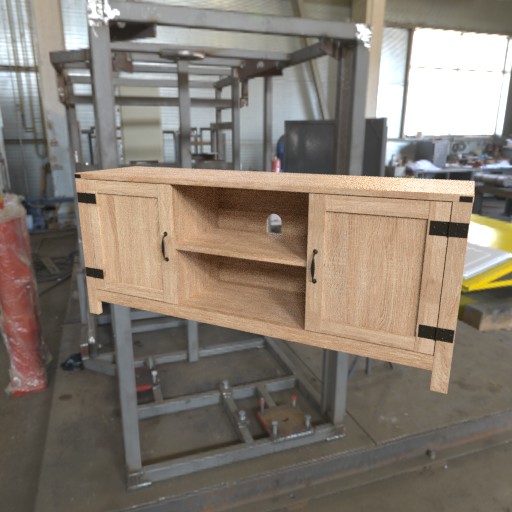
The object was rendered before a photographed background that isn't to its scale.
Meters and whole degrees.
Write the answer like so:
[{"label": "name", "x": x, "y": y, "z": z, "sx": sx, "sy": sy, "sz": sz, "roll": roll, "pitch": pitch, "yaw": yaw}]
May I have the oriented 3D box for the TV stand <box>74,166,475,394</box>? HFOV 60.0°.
[{"label": "TV stand", "x": 0.000, "y": 0.000, "z": 1.728, "sx": 1.466, "sy": 0.610, "sz": 0.398, "roll": 7, "pitch": 18, "yaw": 24}]
